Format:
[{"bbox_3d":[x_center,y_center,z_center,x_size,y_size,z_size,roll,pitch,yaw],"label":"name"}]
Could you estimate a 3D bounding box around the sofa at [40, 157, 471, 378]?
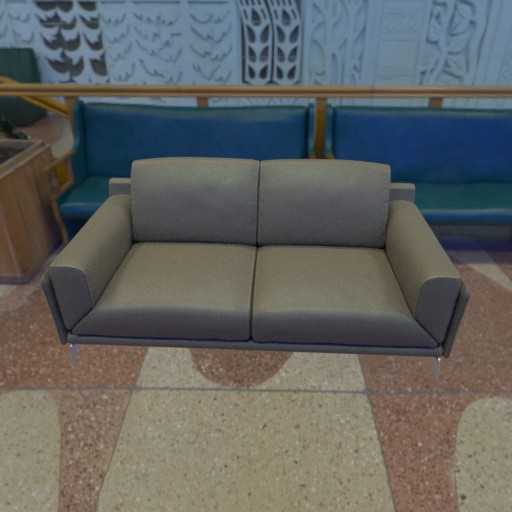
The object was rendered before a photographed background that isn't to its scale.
[{"bbox_3d":[0.000,0.000,2.625,2.101,0.930,1.049,2,30,3],"label":"sofa"}]
